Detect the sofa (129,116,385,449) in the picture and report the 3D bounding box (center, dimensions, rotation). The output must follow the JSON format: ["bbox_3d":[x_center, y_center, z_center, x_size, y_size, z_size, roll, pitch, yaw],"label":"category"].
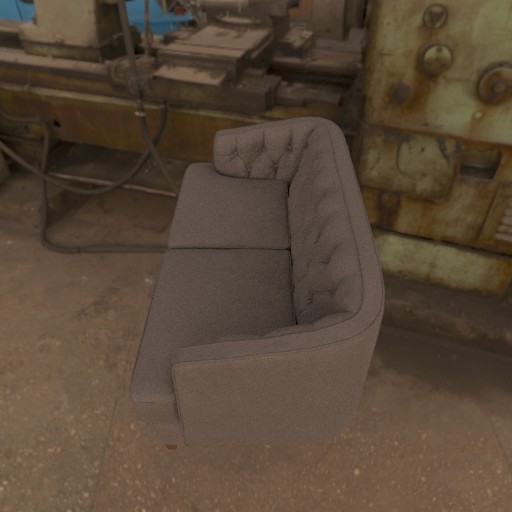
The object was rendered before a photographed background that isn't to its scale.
[{"bbox_3d":[0.000,0.000,2.264,0.941,0.855,1.733,1,41,1],"label":"sofa"}]
